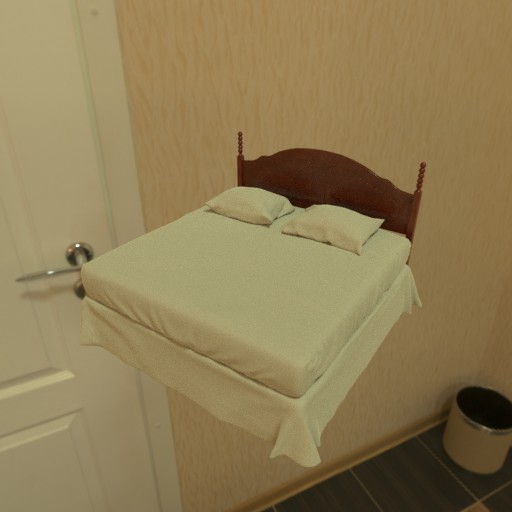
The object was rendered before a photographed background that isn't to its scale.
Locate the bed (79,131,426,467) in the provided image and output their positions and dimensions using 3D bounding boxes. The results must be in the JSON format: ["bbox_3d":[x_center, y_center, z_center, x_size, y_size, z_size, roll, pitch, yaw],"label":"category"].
[{"bbox_3d":[0.000,0.000,3.633,2.322,1.355,2.219,18,34,30],"label":"bed"}]
